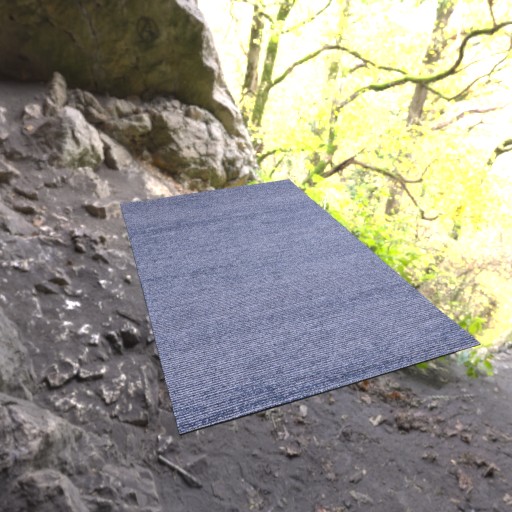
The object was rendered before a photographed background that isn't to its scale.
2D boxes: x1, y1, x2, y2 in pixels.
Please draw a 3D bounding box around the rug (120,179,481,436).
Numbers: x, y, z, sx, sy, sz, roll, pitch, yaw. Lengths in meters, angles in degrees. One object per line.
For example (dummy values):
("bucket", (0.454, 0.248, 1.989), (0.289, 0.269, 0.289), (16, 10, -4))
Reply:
("rug", (0.000, 0.000, 2.196), (1.145, 0.021, 1.777), (-11, 33, -17))
